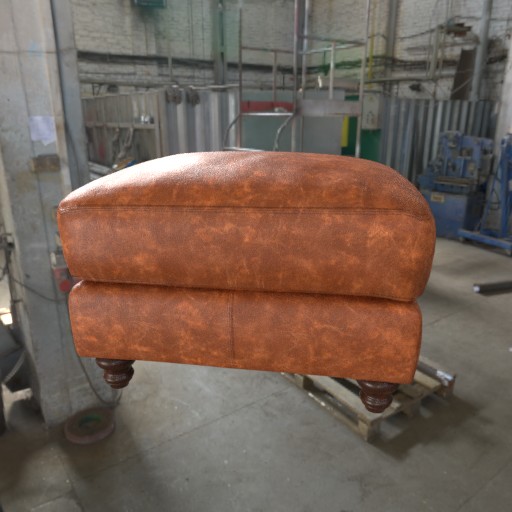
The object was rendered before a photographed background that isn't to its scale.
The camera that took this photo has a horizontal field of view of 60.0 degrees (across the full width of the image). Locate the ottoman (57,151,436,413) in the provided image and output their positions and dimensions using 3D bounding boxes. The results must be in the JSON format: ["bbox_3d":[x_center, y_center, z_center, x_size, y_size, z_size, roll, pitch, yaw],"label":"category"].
[{"bbox_3d":[0.000,0.000,1.229,0.832,0.562,0.657,3,18,8],"label":"ottoman"}]
